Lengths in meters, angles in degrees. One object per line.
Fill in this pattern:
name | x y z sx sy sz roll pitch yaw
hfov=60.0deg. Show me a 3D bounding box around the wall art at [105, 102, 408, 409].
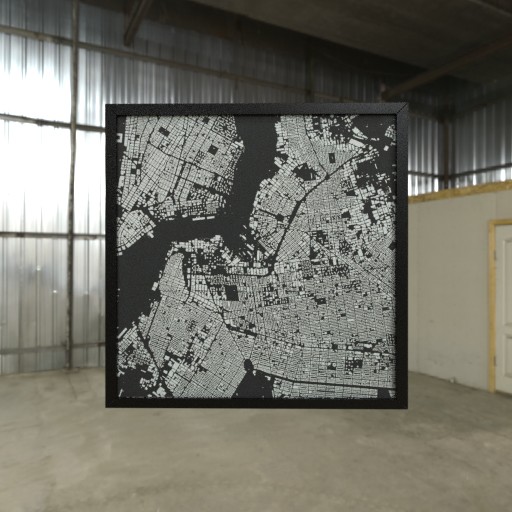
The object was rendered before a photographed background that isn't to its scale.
wall art | 0.000 0.000 1.120 0.755 0.761 0.038 0 0 1
